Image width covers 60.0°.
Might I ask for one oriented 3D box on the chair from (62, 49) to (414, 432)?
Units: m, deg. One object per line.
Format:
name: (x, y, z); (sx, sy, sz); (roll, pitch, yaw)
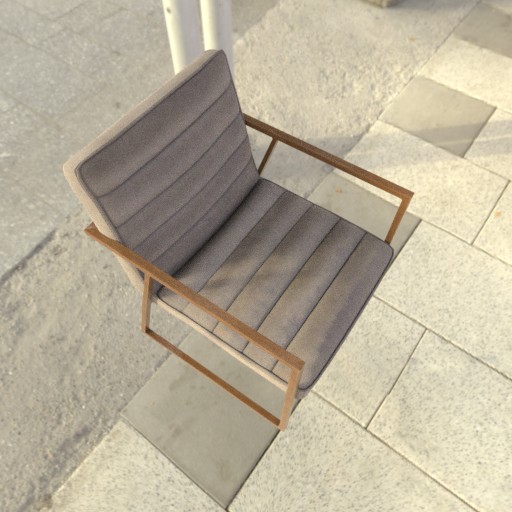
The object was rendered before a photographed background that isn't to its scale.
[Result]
chair: (0.000, 0.000, 1.303); (0.682, 0.843, 0.578); (30, 62, 18)
